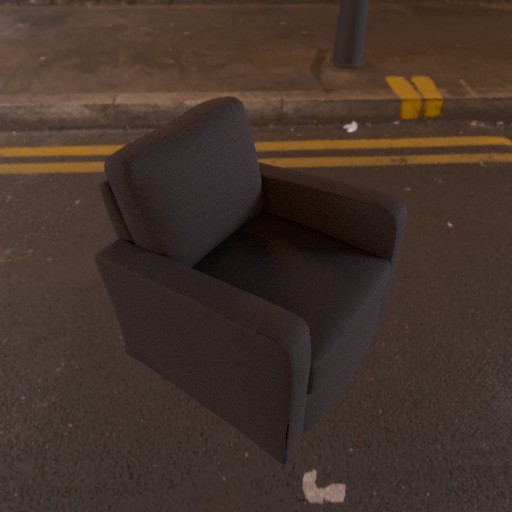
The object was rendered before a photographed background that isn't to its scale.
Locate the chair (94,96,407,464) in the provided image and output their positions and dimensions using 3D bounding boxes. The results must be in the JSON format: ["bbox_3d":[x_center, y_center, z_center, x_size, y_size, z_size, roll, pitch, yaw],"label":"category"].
[{"bbox_3d":[0.000,0.000,1.572,0.863,0.855,0.798,26,48,26],"label":"chair"}]
